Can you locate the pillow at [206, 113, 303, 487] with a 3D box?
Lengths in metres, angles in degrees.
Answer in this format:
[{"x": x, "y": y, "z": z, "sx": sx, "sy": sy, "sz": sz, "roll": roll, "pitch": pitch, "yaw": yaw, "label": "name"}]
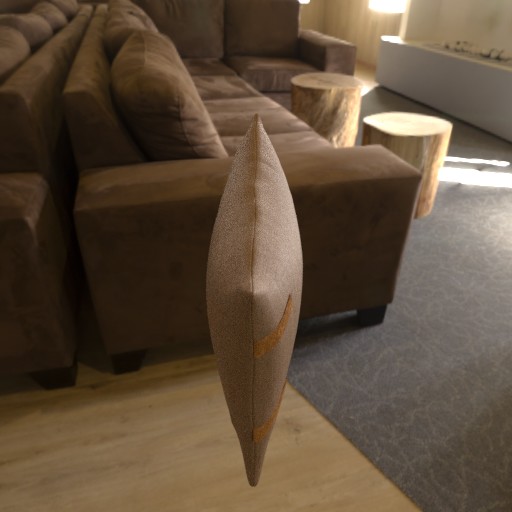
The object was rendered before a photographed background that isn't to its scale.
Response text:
[{"x": 0.000, "y": 0.000, "z": 0.737, "sx": 0.148, "sy": 0.308, "sz": 0.612, "roll": 0, "pitch": 33, "yaw": 0, "label": "pillow"}]
